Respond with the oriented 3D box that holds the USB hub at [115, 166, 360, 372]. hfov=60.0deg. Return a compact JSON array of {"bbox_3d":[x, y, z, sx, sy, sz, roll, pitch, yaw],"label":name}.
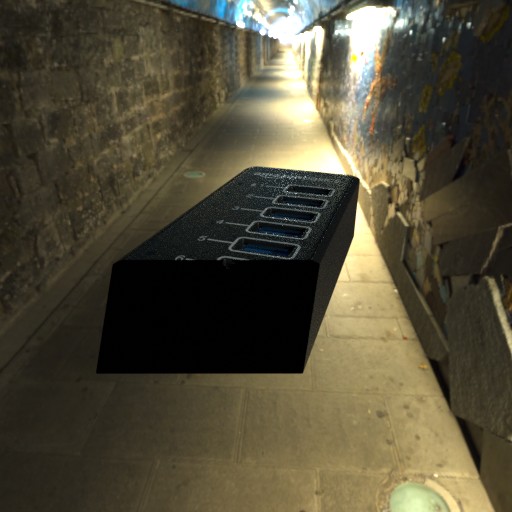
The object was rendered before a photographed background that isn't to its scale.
[{"bbox_3d":[0.000,0.000,0.128,0.044,0.023,0.110,9,28,17],"label":"USB hub"}]
